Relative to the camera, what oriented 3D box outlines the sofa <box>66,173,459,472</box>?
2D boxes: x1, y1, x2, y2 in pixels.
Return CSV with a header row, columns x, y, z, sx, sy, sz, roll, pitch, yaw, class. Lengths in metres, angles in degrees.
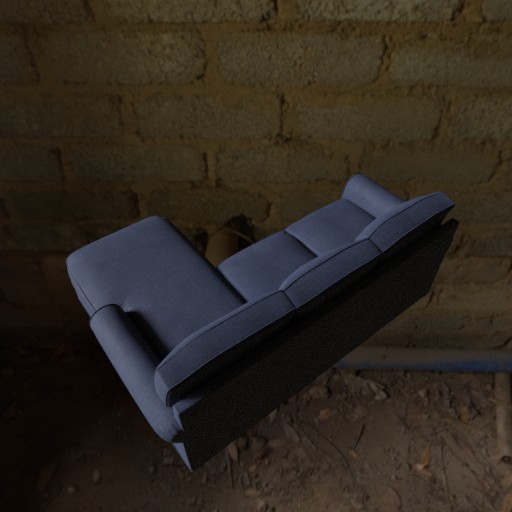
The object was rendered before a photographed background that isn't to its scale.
x,y,z,sx,sy,sz,roll,pitch,yaw,class
0.000,0.000,3.413,2.567,1.063,1.780,-29,53,-25,sofa
